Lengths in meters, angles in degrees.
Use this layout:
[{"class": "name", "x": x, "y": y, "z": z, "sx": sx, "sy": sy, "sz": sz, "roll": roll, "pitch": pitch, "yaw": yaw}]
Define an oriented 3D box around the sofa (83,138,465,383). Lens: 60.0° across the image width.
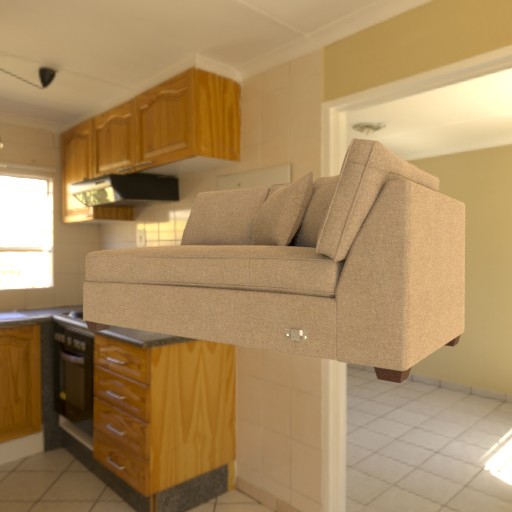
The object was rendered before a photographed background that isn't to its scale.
[{"class": "sofa", "x": 0.000, "y": 0.000, "z": 2.806, "sx": 2.238, "sy": 1.019, "sz": 1.110, "roll": 0, "pitch": 1, "yaw": 36}]
